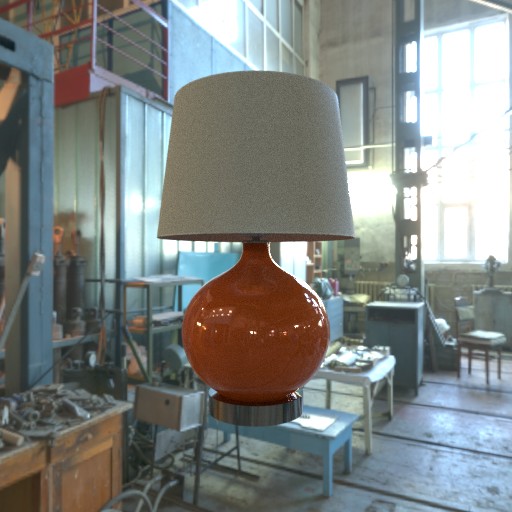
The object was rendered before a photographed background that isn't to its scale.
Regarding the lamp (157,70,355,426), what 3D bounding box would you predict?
[{"bbox_3d":[0.000,0.000,0.563,0.247,0.387,0.247,0,0,0],"label":"lamp"}]
